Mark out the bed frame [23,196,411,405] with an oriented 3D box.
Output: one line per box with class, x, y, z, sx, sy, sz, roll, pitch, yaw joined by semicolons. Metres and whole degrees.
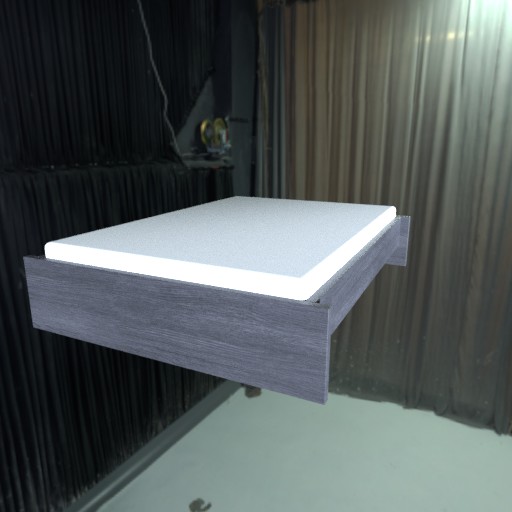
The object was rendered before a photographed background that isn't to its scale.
bed frame;0.000;0.000;2.657;1.490;0.432;1.950;7;17;25
